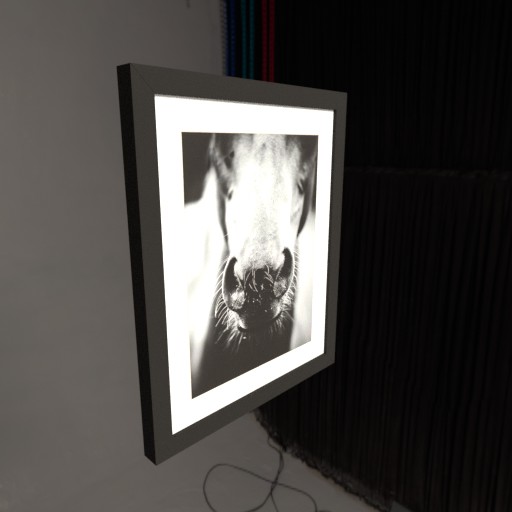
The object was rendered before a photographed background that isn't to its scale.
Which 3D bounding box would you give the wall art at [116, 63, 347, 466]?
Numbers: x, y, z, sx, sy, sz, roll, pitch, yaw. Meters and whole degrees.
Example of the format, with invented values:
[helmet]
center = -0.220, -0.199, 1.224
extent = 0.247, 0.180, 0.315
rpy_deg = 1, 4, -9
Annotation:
[wall art]
center = 0.000, 0.000, 0.549
extent = 0.024, 0.404, 0.329
rpy_deg = 14, 20, 43
